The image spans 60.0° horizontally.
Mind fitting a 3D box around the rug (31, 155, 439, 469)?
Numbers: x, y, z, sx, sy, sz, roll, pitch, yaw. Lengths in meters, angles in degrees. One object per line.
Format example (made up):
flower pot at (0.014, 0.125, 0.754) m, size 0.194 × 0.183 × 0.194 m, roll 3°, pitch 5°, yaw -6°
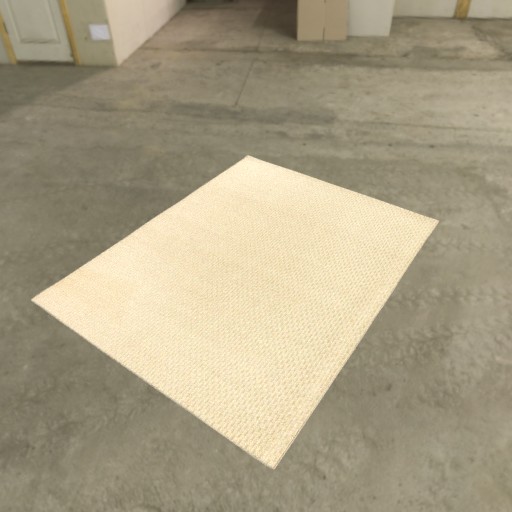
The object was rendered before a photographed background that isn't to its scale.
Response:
rug at (0.000, 0.000, 3.857) m, size 2.277 × 0.035 × 2.897 m, roll 25°, pitch 46°, yaw 26°
